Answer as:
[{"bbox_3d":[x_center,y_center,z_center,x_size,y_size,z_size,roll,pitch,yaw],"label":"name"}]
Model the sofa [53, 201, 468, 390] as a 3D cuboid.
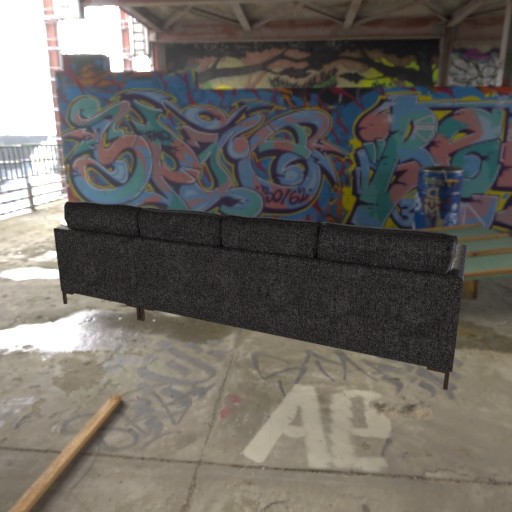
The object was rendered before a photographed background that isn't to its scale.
[{"bbox_3d":[0.000,0.000,3.966,3.384,0.970,1.488,7,17,25],"label":"sofa"}]
